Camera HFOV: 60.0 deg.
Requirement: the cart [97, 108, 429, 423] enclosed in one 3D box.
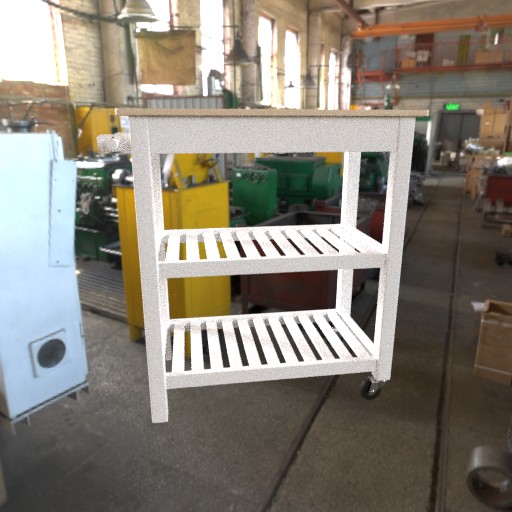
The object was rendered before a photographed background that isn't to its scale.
[{"bbox_3d":[0.000,0.000,1.496,0.899,0.927,0.457,-3,17,-8],"label":"cart"}]
